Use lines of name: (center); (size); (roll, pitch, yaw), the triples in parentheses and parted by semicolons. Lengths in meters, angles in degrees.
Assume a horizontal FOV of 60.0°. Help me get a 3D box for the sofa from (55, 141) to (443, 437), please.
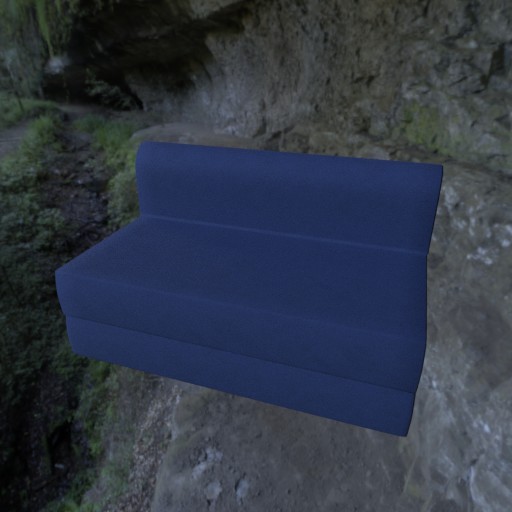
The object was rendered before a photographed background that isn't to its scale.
sofa: (0.000, 0.000, 1.654); (1.219, 0.660, 0.762); (9, 28, 17)
